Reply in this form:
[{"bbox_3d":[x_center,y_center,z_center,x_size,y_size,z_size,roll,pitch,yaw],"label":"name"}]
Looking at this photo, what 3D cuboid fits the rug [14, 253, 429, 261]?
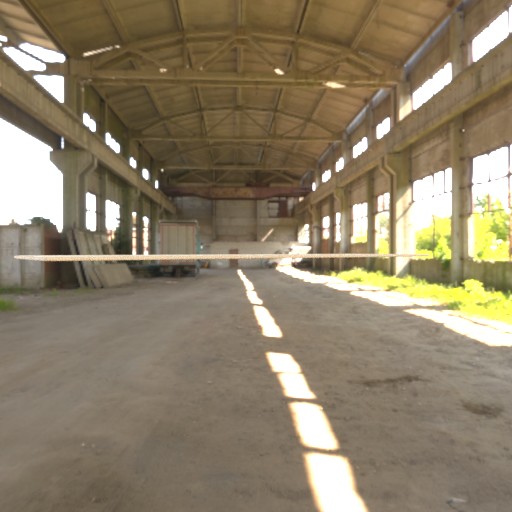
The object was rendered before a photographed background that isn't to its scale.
[{"bbox_3d":[0.000,0.000,2.444,2.276,0.014,0.678,0,1,-36],"label":"rug"}]
